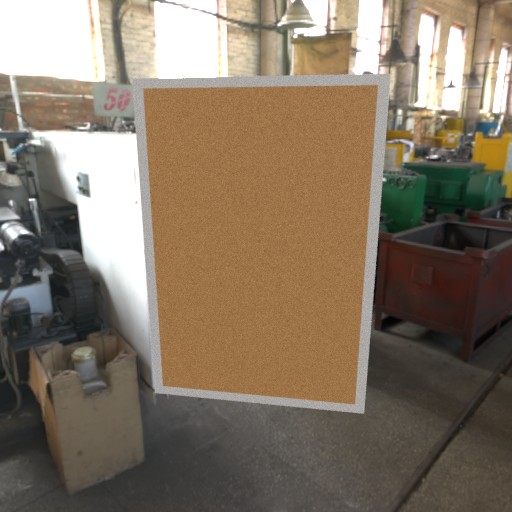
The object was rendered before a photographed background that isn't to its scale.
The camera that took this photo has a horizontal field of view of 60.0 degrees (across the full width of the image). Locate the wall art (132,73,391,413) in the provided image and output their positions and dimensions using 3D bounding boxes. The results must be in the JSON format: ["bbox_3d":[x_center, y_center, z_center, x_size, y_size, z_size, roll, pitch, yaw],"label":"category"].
[{"bbox_3d":[0.000,0.000,0.869,0.456,0.656,0.013,3,16,9],"label":"wall art"}]
